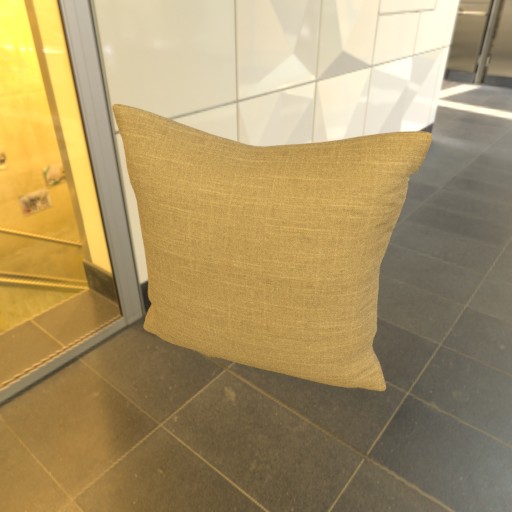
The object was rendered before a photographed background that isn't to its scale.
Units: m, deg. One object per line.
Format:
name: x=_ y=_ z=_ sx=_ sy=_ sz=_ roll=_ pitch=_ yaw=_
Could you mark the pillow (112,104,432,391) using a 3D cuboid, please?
pillow: x=0.000 y=0.000 z=0.642 sx=0.424 sy=0.400 sz=0.169 roll=11 pitch=33 yaw=17
